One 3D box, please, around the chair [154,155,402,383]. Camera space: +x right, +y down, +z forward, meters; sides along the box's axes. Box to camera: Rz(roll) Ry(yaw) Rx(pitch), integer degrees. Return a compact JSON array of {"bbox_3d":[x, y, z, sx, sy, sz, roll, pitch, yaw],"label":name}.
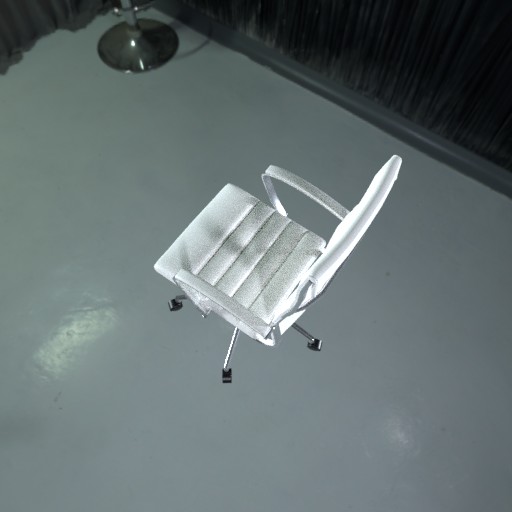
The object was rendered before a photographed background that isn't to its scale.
[{"bbox_3d":[0.000,0.000,1.676,0.739,1.149,0.766,32,67,15],"label":"chair"}]
